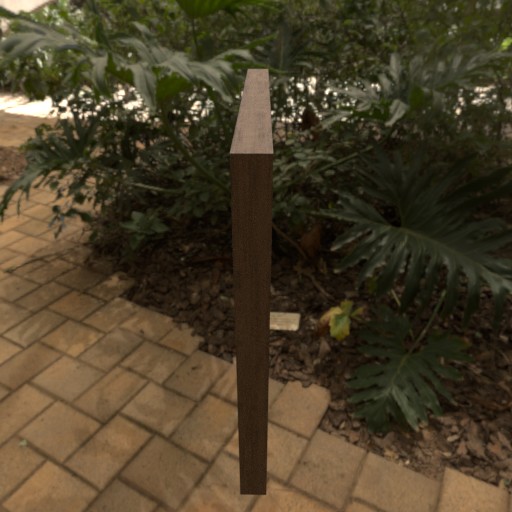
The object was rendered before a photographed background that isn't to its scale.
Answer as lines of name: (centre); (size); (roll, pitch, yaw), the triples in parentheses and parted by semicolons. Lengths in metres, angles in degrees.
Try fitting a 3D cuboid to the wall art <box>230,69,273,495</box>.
wall art: (0.000, 0.000, 0.735); (0.038, 0.508, 0.508); (0, 31, 1)
